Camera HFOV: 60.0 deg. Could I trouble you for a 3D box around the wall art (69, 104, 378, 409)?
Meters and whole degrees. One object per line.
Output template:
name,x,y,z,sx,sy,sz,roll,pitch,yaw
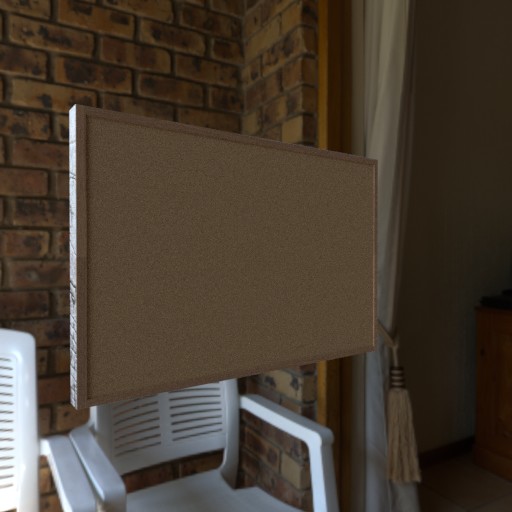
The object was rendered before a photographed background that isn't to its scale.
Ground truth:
wall art,0.000,0.000,0.782,0.613,0.407,0.035,0,1,-36
